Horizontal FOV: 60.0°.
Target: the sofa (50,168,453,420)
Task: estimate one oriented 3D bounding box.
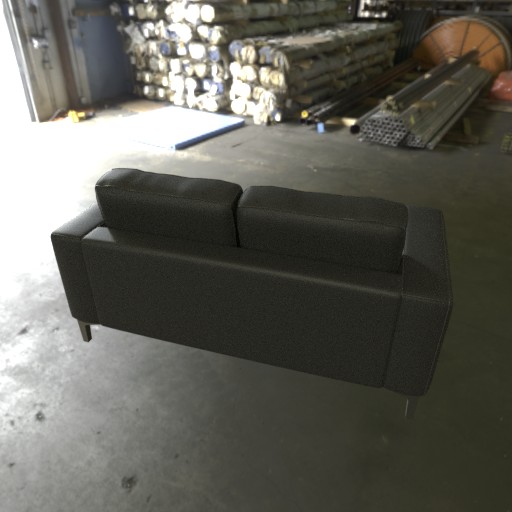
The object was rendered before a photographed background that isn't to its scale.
[{"bbox_3d":[0.000,0.000,2.183,1.726,0.893,0.833,9,32,15],"label":"sofa"}]
